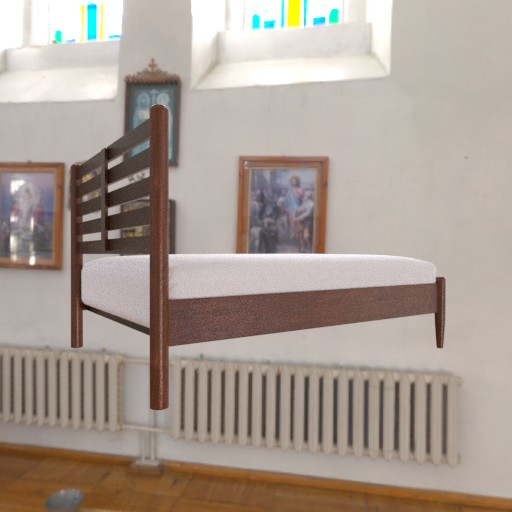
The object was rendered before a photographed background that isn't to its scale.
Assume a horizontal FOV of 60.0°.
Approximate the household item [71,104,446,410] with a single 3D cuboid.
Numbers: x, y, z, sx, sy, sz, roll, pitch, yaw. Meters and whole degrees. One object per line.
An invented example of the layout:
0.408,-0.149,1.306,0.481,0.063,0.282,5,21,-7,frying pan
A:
0.000,0.000,3.257,2.232,1.356,1.663,0,0,-35,household item
